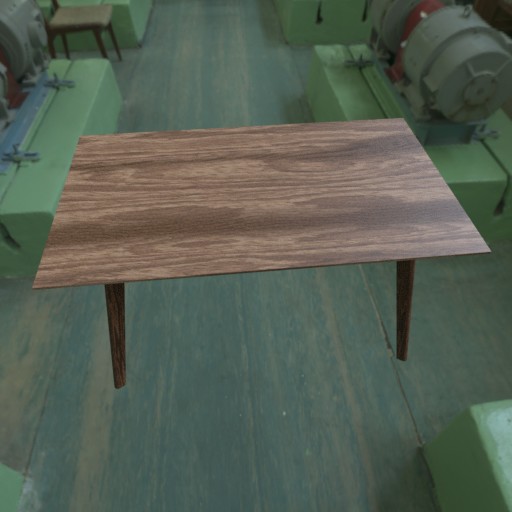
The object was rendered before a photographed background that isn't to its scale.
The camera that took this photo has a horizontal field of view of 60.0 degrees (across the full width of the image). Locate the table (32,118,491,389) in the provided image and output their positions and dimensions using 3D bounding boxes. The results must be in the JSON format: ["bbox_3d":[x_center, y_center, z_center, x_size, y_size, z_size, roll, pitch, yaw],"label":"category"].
[{"bbox_3d":[0.000,0.000,1.829,1.349,0.724,0.801,-4,46,-4],"label":"table"}]
